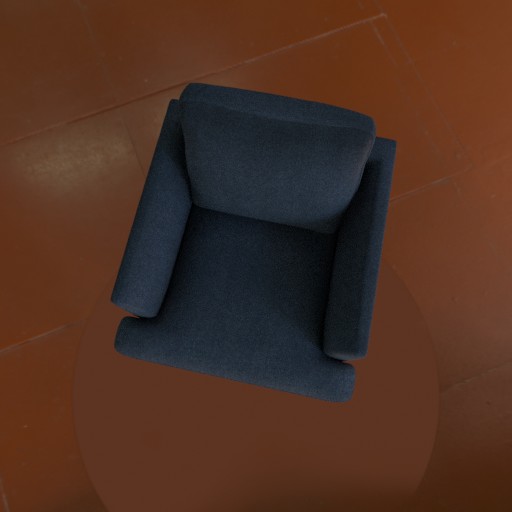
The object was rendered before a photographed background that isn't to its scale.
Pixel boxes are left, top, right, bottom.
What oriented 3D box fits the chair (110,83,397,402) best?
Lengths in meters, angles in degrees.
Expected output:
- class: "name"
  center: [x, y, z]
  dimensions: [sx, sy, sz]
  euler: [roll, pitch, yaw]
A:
- class: "chair"
  center: [0.000, 0.000, 1.637]
  dimensions: [0.858, 0.957, 0.899]
  euler: [12, 75, 3]
